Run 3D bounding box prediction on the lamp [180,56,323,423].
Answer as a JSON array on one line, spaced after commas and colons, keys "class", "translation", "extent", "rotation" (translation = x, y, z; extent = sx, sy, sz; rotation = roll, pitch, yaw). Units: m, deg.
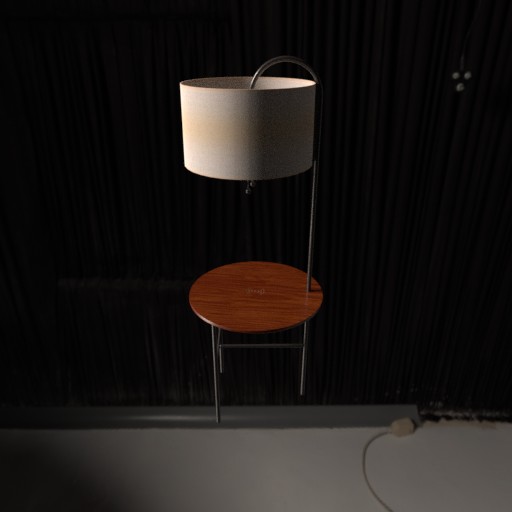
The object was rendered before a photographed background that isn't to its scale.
[{"class": "lamp", "translation": [0.000, 0.000, 1.843], "extent": [0.573, 1.517, 0.573], "rotation": [0, 26, 0]}]
